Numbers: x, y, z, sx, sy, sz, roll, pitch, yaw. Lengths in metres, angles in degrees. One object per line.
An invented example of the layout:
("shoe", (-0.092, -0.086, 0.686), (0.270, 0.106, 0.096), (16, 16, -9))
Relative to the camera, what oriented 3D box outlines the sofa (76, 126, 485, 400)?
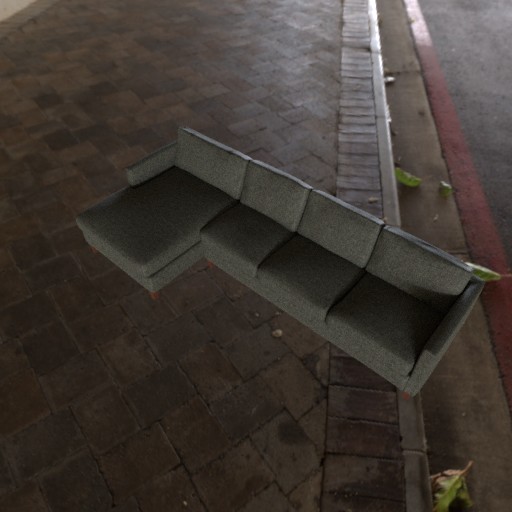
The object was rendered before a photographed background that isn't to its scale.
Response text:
("sofa", (0.000, 0.000, 4.073), (3.485, 0.960, 1.635), (32, 53, 27))
